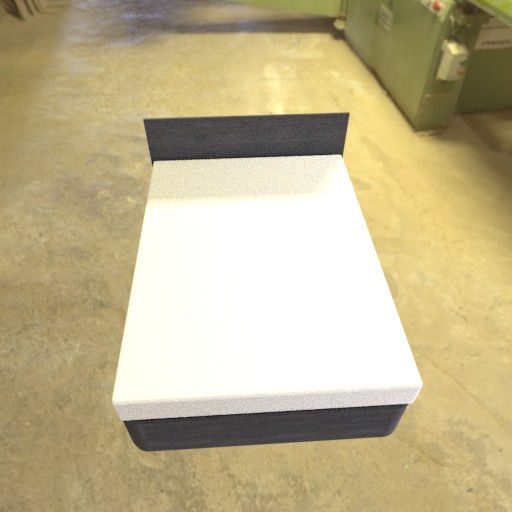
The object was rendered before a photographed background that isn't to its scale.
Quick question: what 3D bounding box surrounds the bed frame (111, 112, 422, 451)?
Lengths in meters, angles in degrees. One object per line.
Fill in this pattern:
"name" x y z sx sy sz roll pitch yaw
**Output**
"bed frame" 0.000 0.000 2.632 1.400 0.800 1.900 -3 45 -2
